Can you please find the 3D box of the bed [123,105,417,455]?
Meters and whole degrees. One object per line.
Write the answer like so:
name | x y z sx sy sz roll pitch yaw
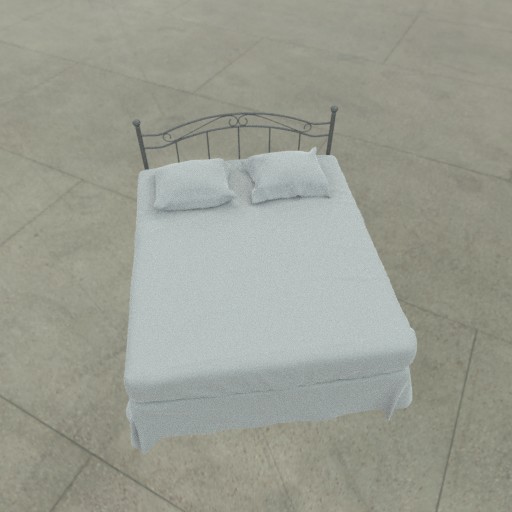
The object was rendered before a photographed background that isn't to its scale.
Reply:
bed | 0.000 0.000 3.201 1.936 1.080 2.215 -6 48 -5
